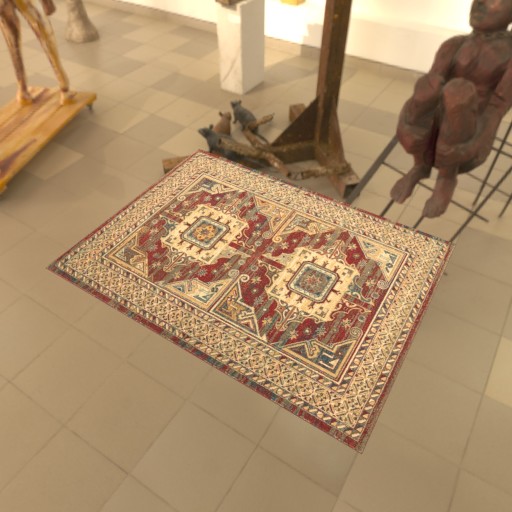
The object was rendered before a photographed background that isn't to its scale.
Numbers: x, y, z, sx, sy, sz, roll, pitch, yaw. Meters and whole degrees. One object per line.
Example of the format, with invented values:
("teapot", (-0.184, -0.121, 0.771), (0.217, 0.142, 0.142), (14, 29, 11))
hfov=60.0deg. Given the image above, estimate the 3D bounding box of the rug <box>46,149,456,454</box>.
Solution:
("rug", (0.000, 0.000, 4.293), (3.197, 0.013, 2.381), (24, 51, 22))
